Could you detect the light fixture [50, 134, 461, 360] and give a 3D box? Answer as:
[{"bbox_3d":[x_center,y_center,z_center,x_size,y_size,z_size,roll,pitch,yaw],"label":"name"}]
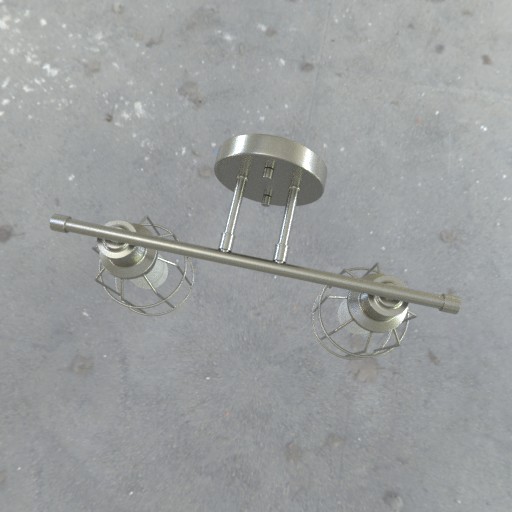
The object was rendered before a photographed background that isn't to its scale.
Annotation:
[{"bbox_3d":[0.000,0.000,0.510,0.406,0.254,0.165,12,75,3],"label":"light fixture"}]
